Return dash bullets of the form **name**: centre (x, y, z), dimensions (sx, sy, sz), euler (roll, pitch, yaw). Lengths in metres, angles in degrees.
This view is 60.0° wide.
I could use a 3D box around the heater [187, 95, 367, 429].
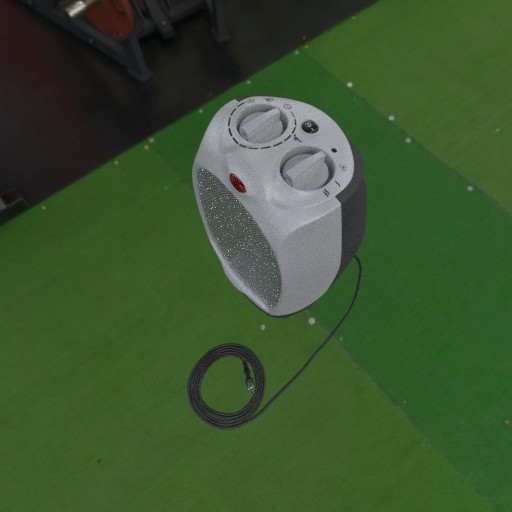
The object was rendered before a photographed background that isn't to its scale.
- **heater**: centre (0.000, 0.000, 0.474), dimensions (0.291, 0.255, 0.239), euler (-35, 69, -16)
